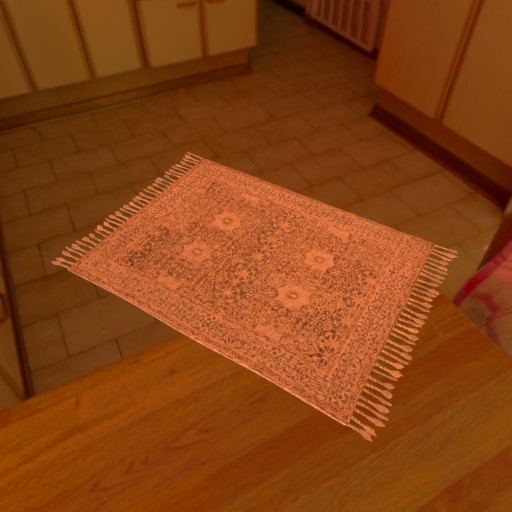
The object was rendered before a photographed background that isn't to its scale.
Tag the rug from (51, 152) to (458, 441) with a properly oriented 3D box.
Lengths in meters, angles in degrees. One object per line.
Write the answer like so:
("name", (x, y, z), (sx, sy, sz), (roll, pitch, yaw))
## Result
("rug", (0.000, 0.000, 3.168), (2.465, 0.023, 1.619), (24, 51, 21))
